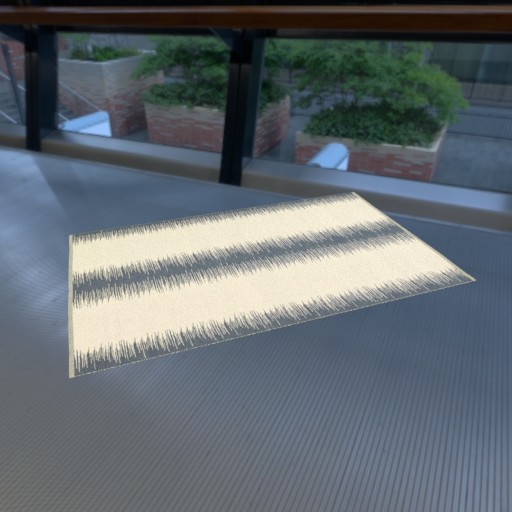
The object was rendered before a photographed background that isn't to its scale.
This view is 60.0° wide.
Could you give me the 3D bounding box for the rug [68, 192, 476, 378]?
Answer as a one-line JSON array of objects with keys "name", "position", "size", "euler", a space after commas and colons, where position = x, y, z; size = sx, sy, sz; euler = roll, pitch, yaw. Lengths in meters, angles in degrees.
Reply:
[{"name": "rug", "position": [0.000, 0.000, 3.081], "size": [2.453, 0.003, 1.519], "euler": [-11, 33, -17]}]
